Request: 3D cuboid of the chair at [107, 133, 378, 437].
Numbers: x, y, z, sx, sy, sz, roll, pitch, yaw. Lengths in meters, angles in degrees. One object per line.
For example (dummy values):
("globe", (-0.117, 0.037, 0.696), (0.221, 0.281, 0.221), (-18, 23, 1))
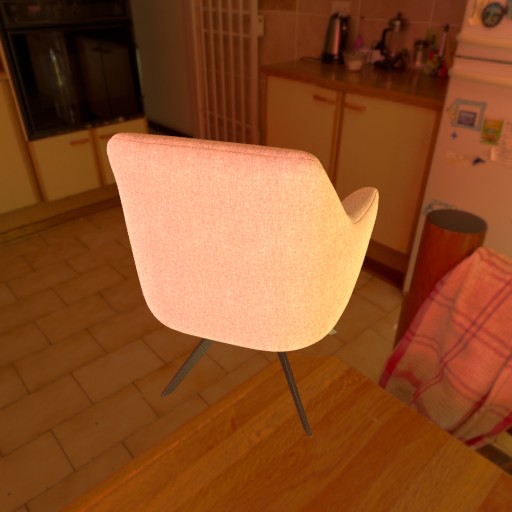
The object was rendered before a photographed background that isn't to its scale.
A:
("chair", (0.000, 0.000, 1.314), (0.642, 0.874, 0.677), (10, 34, 15))
